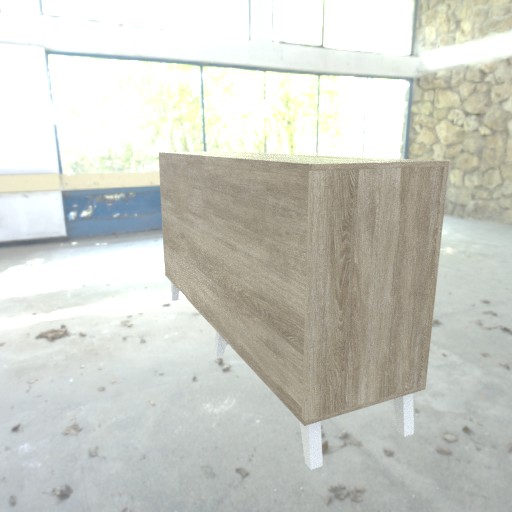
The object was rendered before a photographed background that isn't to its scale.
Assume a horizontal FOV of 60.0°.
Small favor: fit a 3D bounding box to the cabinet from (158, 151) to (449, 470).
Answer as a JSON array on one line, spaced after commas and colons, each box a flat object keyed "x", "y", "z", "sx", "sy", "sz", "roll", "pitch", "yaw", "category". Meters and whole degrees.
[{"x": 0.000, "y": 0.000, "z": 1.958, "sx": 0.450, "sy": 0.870, "sz": 1.600, "roll": -7, "pitch": 16, "yaw": -24, "category": "cabinet"}]
